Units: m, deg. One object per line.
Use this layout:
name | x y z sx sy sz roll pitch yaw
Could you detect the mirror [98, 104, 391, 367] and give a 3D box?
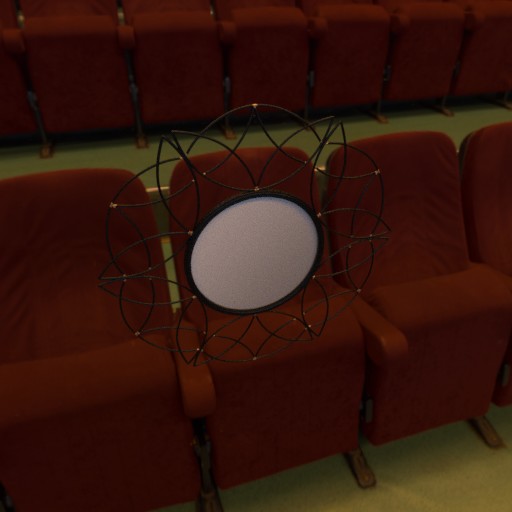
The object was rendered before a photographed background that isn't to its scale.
mirror | 0.000 0.000 1.163 0.797 0.775 0.028 -10 34 -14
